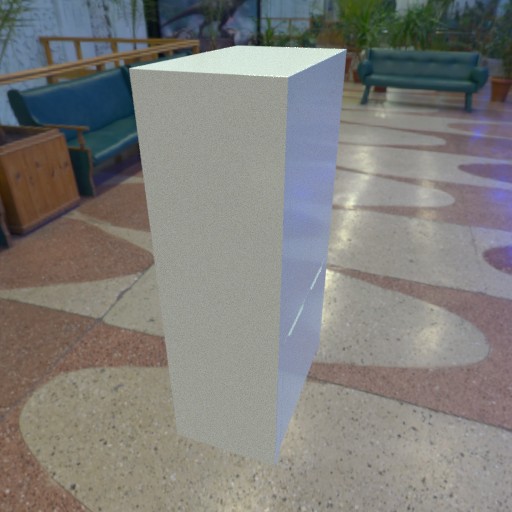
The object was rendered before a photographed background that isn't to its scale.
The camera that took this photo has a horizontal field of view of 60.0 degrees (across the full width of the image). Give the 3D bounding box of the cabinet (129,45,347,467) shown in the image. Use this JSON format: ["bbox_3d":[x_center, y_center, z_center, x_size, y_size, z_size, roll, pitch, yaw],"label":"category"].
[{"bbox_3d":[0.000,0.000,2.335,0.580,1.920,0.980,11,32,18],"label":"cabinet"}]
